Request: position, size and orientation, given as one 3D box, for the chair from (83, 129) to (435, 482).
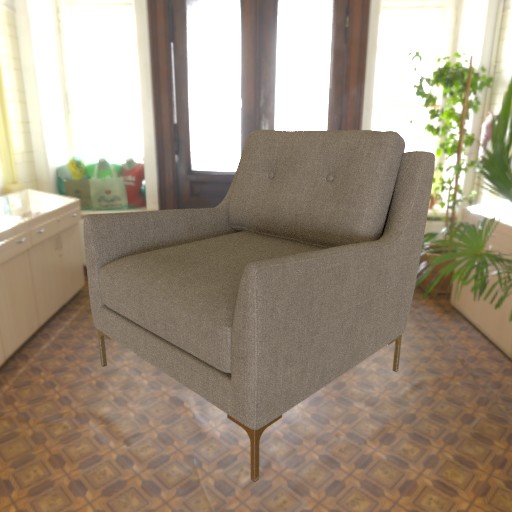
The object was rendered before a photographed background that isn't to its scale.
[{"bbox_3d":[0.000,0.000,1.516,0.847,0.828,0.849,15,22,42],"label":"chair"}]
